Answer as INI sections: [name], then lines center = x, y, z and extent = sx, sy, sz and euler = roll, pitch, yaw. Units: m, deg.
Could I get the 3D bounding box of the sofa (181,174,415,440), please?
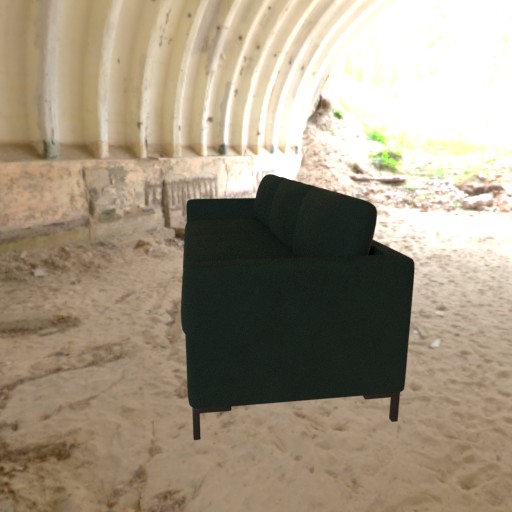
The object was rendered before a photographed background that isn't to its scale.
[sofa]
center = 0.000, 0.000, 2.654
extent = 0.859, 0.870, 2.218
euler = -2, 13, -8
